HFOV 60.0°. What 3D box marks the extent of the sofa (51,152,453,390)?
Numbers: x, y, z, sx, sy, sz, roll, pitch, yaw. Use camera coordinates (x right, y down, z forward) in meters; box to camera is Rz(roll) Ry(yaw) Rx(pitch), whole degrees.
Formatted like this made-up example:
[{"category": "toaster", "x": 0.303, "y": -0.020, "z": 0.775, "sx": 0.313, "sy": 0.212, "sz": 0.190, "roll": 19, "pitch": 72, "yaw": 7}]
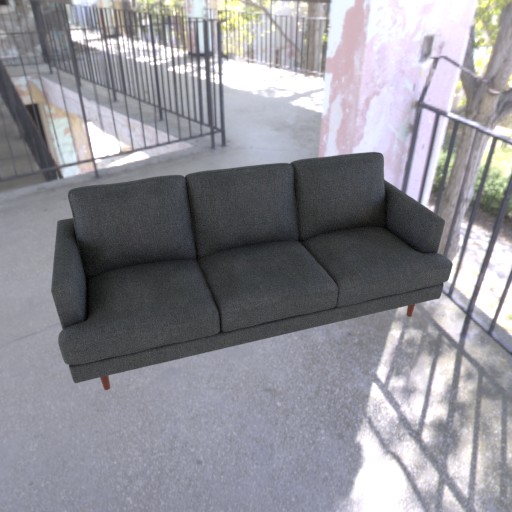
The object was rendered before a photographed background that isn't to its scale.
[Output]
[{"category": "sofa", "x": 0.000, "y": 0.000, "z": 2.707, "sx": 2.246, "sy": 0.930, "sz": 0.903, "roll": -10, "pitch": 33, "yaw": -16}]
